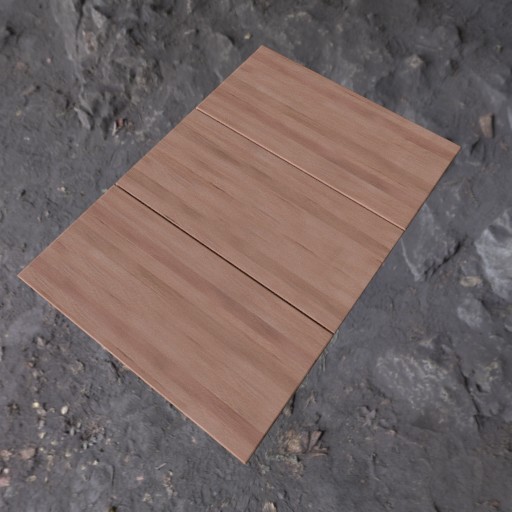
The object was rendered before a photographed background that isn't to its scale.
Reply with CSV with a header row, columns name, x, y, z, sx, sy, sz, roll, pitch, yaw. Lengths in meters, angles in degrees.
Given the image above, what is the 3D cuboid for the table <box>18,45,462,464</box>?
name,x,y,z,sx,sy,sz,roll,pitch,yaw
table,0.000,0.000,1.843,0.900,0.770,1.300,34,69,15
